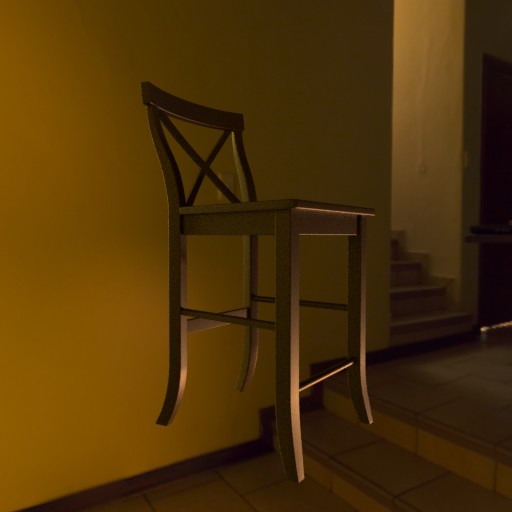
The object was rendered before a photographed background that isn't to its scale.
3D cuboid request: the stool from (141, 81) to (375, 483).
[{"bbox_3d":[0.000,0.000,1.303,0.559,0.989,0.452,2,3,37],"label":"stool"}]
